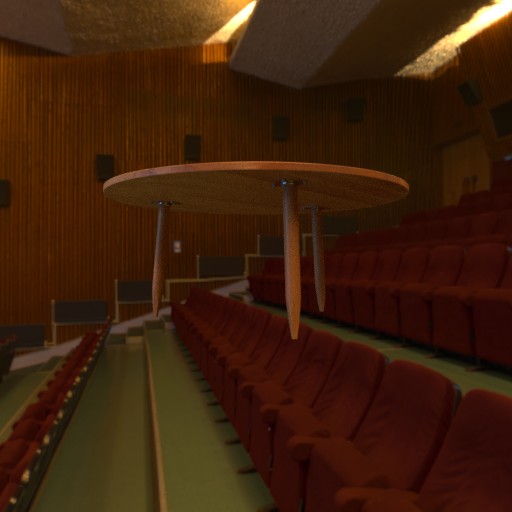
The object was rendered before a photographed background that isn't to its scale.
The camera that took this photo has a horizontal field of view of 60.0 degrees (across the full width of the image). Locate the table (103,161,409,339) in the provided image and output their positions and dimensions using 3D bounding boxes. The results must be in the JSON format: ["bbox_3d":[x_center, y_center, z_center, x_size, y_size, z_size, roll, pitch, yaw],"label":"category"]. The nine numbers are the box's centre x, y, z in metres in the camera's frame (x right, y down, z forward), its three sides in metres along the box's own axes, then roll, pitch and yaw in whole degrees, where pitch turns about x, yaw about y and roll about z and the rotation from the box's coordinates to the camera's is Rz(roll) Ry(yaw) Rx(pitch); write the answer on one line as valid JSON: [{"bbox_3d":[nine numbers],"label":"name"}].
[{"bbox_3d":[0.000,0.000,1.380,0.900,0.400,0.900,0,-1,0],"label":"table"}]
